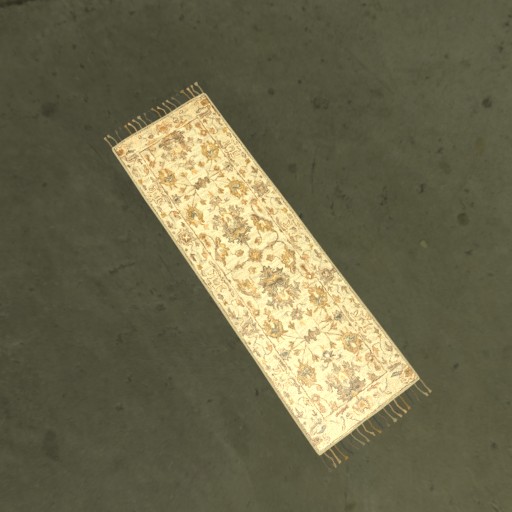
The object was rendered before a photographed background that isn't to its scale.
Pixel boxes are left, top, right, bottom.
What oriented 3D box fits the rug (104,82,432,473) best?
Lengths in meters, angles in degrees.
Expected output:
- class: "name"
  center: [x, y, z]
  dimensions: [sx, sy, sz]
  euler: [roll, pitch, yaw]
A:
- class: "rug"
  center: [0.000, 0.000, 2.680]
  dimensions: [0.729, 0.021, 2.438]
  euler: [-34, 78, -8]
